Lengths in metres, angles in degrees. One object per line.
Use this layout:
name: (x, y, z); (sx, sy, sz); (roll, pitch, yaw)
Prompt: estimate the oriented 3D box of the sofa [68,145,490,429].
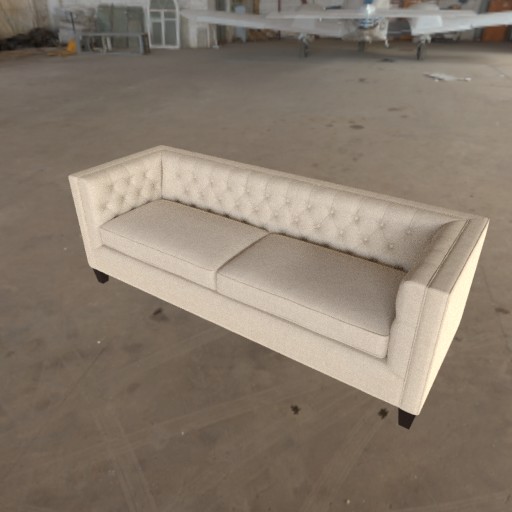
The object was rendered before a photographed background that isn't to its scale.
sofa: (0.000, 0.000, 2.530); (2.159, 0.762, 0.775); (19, 35, 29)
